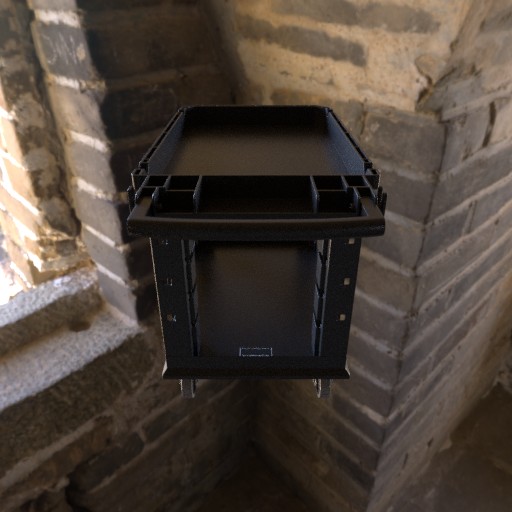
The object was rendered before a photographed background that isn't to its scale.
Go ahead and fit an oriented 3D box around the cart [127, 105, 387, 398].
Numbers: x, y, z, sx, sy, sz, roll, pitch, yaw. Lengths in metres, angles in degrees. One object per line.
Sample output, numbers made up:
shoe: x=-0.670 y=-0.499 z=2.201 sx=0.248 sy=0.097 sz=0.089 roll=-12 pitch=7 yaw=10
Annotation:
cart: x=0.000 y=0.000 z=1.702 sx=0.674 sy=0.884 sz=1.239 roll=0 pitch=29 yaw=0
